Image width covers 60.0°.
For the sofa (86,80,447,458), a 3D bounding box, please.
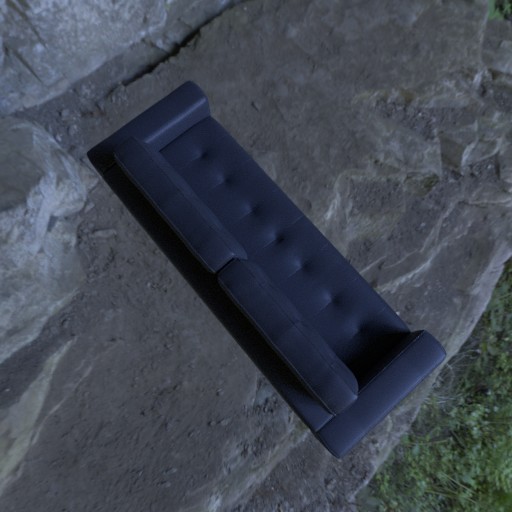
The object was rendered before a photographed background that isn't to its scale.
[{"bbox_3d":[0.000,0.000,2.697,0.833,0.893,2.275,-39,78,-10],"label":"sofa"}]
